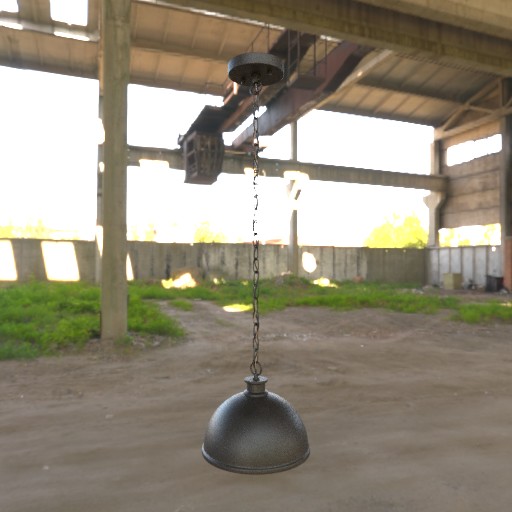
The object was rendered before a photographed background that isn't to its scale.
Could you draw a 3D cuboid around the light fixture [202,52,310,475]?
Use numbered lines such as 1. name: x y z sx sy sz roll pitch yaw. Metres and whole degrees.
1. light fixture: 0.000 0.000 1.259 0.304 1.090 0.304 -1 -1 36
